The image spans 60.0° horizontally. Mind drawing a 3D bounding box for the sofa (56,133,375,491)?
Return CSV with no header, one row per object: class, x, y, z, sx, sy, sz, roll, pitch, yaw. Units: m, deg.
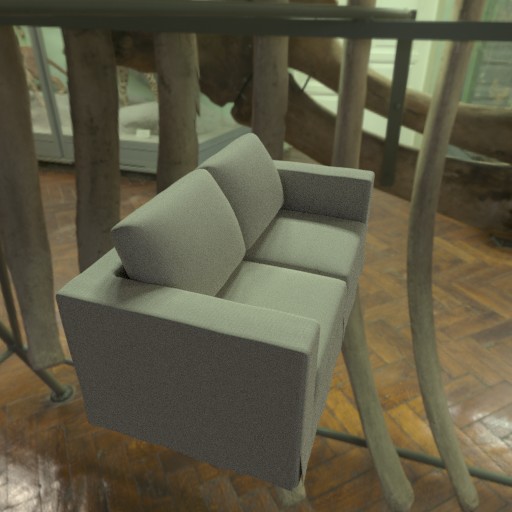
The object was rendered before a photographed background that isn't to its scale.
sofa,0.000,0.000,2.352,1.009,0.932,1.813,10,32,17
